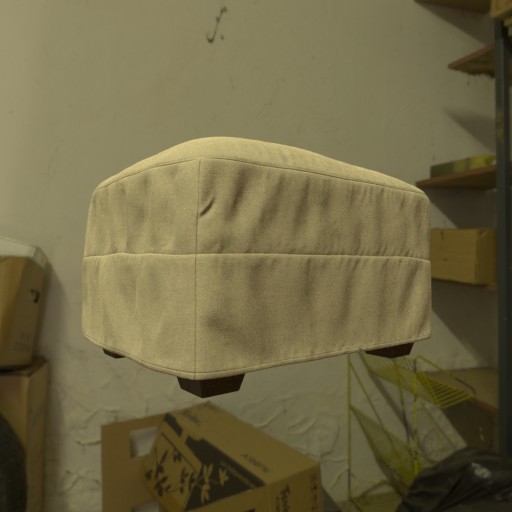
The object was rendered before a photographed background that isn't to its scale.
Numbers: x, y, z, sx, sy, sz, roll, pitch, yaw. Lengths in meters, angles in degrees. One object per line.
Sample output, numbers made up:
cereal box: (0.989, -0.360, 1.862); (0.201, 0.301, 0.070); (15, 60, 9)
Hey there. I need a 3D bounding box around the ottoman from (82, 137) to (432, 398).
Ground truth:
ottoman: (0.000, 0.000, 1.085); (0.712, 0.480, 0.584); (1, -2, -38)
